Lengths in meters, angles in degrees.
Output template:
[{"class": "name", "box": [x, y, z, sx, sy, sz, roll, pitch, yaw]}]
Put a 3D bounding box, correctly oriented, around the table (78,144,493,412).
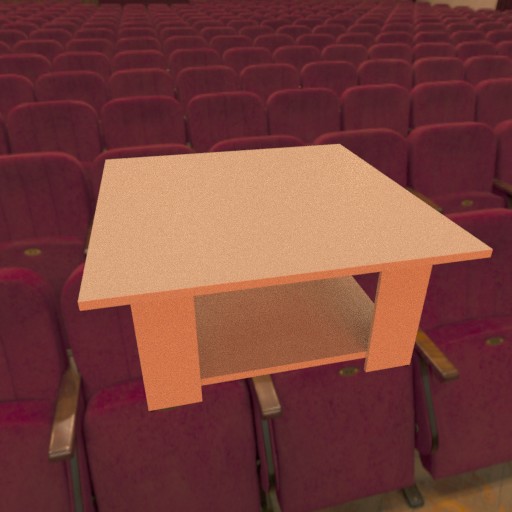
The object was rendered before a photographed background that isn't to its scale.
[{"class": "table", "box": [0.000, 0.000, 1.047, 0.670, 0.305, 0.670, -7, 30, -11]}]
